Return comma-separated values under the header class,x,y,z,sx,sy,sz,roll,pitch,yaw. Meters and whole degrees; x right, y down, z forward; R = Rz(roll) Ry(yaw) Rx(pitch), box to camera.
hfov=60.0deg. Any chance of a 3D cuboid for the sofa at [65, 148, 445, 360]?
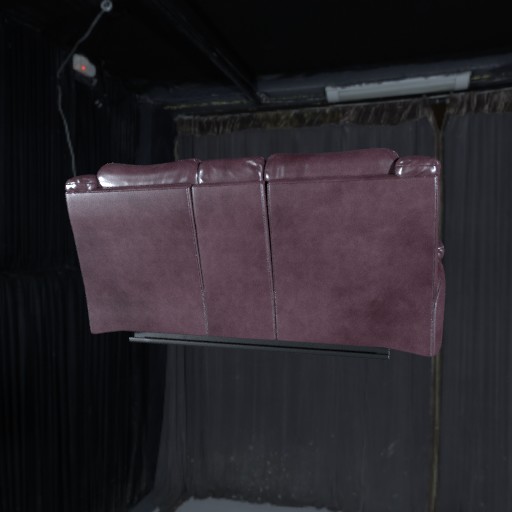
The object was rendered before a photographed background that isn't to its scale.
class,x,y,z,sx,sy,sz,roll,pitch,yaw
sofa,0.000,0.000,2.636,2.058,1.043,0.991,0,1,17
